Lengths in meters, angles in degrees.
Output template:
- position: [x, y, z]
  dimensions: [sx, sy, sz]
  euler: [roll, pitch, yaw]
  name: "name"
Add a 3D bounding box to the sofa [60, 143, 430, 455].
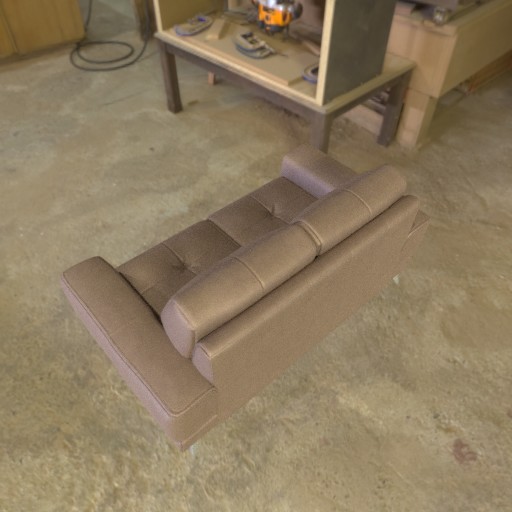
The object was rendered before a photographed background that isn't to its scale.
- position: [0.000, 0.000, 2.410]
  dimensions: [1.806, 0.907, 1.018]
  euler: [-33, 55, -27]
  name: "sofa"
